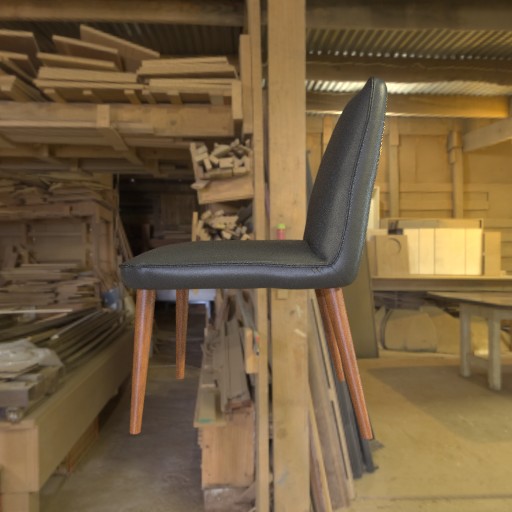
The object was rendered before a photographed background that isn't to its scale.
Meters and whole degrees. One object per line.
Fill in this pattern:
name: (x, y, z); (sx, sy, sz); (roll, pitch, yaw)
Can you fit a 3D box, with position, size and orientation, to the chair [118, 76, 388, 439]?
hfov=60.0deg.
chair: (0.000, 0.000, 1.213); (0.645, 0.801, 0.543); (0, 0, -1)
